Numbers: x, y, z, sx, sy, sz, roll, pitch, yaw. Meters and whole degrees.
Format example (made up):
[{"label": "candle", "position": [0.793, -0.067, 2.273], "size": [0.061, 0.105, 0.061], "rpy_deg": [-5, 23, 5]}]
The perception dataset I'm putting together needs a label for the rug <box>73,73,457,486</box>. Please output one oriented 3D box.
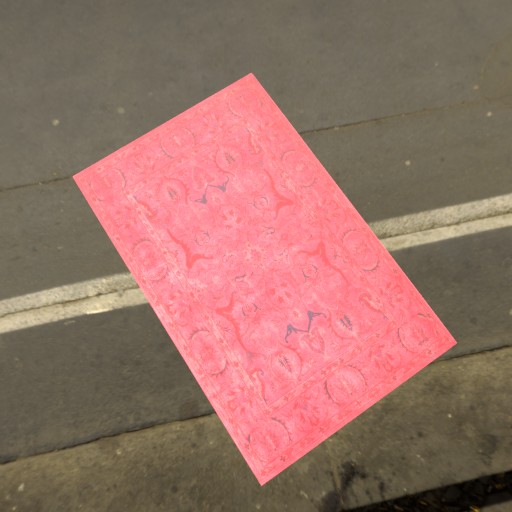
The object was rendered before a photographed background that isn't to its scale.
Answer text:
[{"label": "rug", "position": [0.000, 0.000, 3.024], "size": [1.534, 0.010, 2.423], "rpy_deg": [-33, 78, -8]}]
